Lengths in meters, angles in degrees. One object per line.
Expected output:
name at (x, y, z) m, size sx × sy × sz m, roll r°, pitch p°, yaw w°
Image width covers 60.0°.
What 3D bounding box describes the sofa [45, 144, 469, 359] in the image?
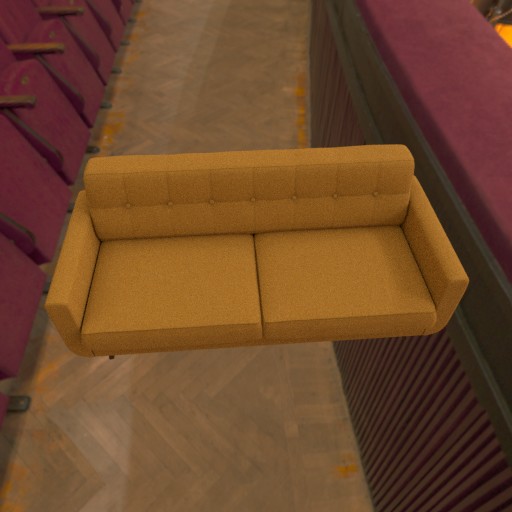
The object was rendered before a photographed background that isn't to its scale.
sofa at (0.000, 0.000, 2.474) m, size 2.029 × 0.841 × 0.909 m, roll -3°, pitch 47°, yaw -3°
